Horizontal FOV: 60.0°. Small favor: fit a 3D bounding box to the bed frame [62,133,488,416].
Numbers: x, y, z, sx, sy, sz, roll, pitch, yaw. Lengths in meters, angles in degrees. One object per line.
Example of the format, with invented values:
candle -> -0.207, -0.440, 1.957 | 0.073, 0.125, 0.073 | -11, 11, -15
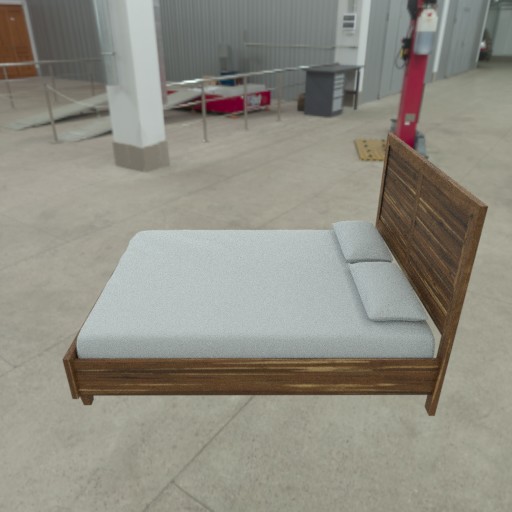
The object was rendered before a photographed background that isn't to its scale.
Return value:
bed frame -> 0.000, 0.000, 3.243 | 2.276, 1.417, 1.696 | 0, 27, 0
